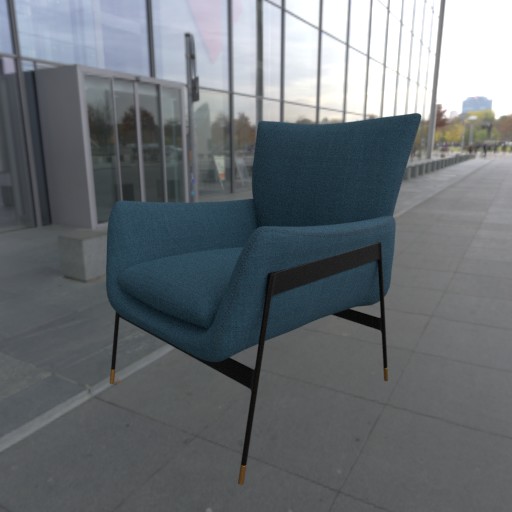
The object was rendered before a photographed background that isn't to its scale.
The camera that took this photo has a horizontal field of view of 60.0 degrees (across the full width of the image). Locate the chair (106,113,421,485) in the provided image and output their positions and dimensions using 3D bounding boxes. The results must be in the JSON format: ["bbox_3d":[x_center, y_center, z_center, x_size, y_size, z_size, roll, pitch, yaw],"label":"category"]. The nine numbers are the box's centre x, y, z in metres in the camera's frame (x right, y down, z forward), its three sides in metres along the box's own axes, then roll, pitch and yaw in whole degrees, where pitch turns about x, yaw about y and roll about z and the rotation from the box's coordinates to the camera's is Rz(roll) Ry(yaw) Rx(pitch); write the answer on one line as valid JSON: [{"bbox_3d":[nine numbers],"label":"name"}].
[{"bbox_3d":[0.000,0.000,1.392,0.769,0.859,0.678,-14,20,-43],"label":"chair"}]
